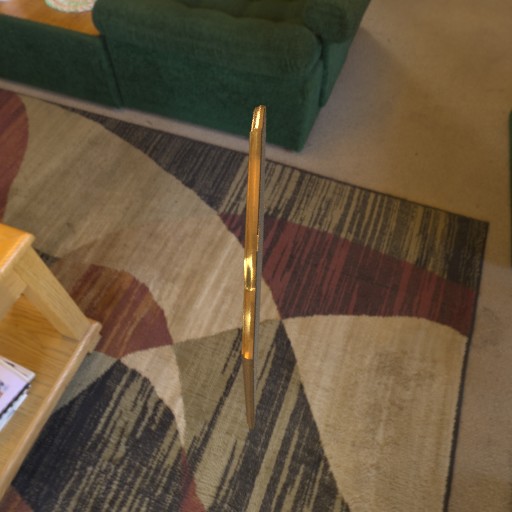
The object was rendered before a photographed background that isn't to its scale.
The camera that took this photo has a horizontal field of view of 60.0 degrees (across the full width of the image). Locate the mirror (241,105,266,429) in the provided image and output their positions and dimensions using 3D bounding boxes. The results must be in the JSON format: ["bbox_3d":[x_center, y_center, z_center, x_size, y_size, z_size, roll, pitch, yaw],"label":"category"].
[{"bbox_3d":[0.000,0.000,0.857,0.018,0.635,0.513,2,58,1],"label":"mirror"}]
